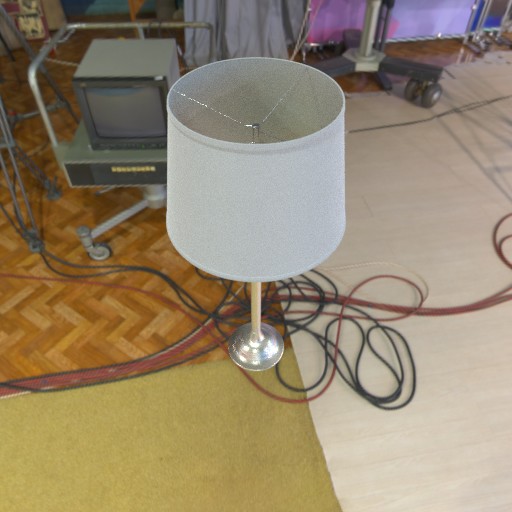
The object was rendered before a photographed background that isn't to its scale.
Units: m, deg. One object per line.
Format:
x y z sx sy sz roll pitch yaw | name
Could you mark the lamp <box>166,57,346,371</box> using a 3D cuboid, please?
0.000 0.000 0.910 0.331 0.698 0.331 0 47 0 | lamp
